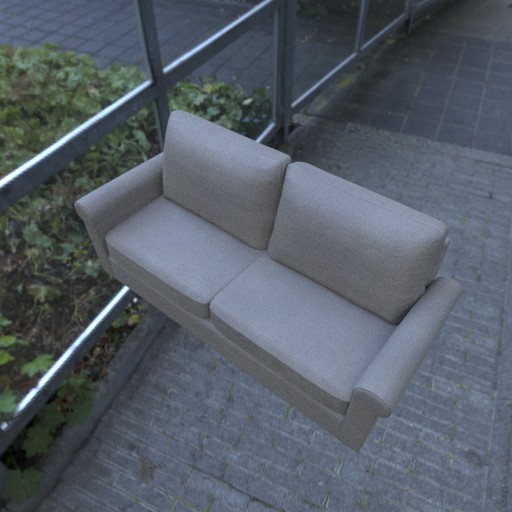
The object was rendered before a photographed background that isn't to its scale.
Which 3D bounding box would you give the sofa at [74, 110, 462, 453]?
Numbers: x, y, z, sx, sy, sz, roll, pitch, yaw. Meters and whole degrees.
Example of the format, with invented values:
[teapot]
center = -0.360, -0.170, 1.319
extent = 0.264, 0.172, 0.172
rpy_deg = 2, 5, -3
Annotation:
[sofa]
center = 0.000, 0.000, 2.370
extent = 1.935, 0.942, 0.842
rpy_deg = 30, 53, 25
